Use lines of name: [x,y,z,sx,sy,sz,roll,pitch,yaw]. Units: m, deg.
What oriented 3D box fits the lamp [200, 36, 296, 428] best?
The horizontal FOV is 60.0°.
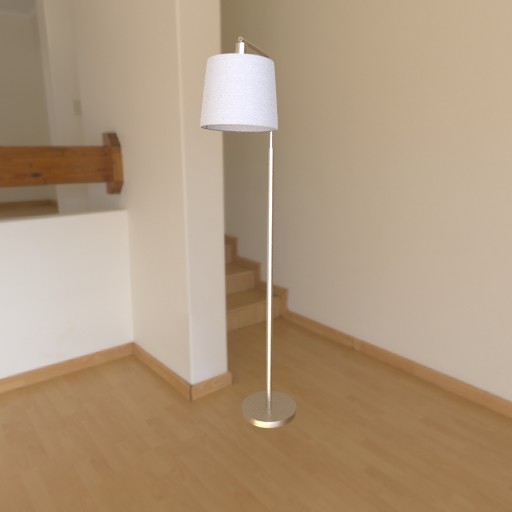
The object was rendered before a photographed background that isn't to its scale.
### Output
lamp: [0.000,0.000,1.677,0.254,1.478,0.508,7,16,25]
